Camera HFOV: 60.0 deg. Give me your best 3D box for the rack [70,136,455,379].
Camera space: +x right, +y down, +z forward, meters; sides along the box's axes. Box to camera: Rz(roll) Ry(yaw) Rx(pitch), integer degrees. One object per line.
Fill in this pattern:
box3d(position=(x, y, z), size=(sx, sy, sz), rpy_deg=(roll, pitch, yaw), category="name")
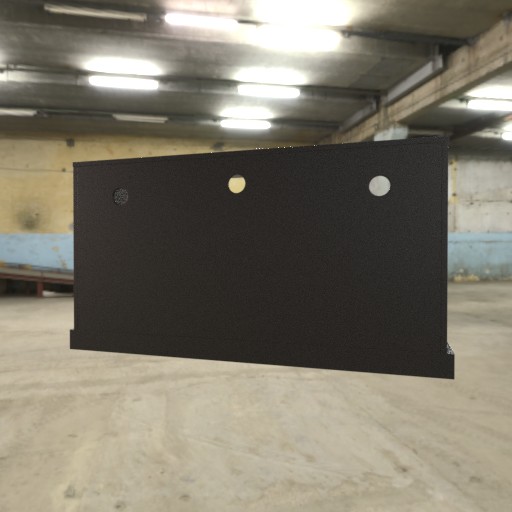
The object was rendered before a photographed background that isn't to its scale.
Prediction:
box3d(position=(0.000, 0.000, 1.520), size=(1.206, 0.635, 0.399), rpy_deg=(0, 1, 17), category="rack")
